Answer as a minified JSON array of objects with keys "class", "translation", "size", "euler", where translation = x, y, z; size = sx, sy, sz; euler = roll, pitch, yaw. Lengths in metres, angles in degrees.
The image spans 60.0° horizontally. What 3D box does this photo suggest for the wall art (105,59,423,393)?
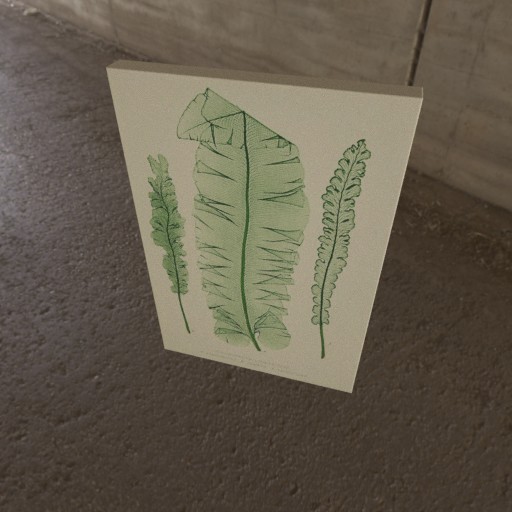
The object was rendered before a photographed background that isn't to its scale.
[{"class":"wall art","translation":[0.000,0.000,0.773],"size":[0.418,0.608,0.038],"euler":[10,41,12]}]
